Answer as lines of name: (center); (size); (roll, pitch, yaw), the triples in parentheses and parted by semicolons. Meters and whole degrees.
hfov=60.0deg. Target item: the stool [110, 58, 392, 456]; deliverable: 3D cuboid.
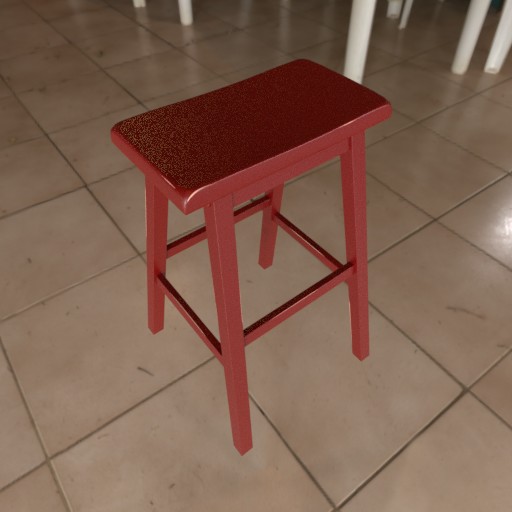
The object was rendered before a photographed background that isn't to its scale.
stool: (0.000, 0.000, 1.041); (0.457, 0.737, 0.476); (-30, 53, -25)
